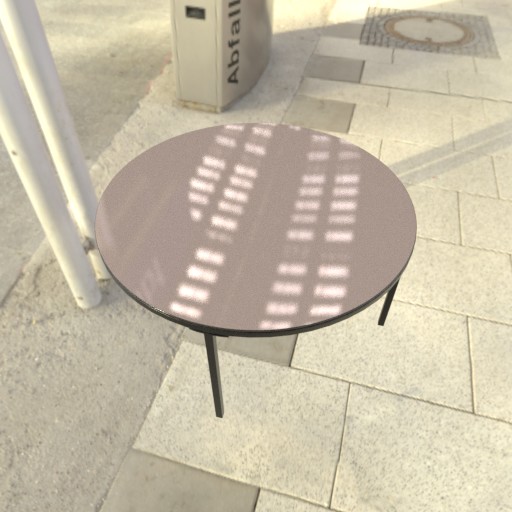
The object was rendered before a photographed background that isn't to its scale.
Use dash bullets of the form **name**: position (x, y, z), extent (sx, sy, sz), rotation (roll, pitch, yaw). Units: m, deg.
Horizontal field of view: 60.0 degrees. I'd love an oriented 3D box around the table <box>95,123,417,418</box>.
- **table**: position (0.000, 0.000, 1.274), extent (0.800, 0.400, 0.800), rotation (0, 45, 0)
